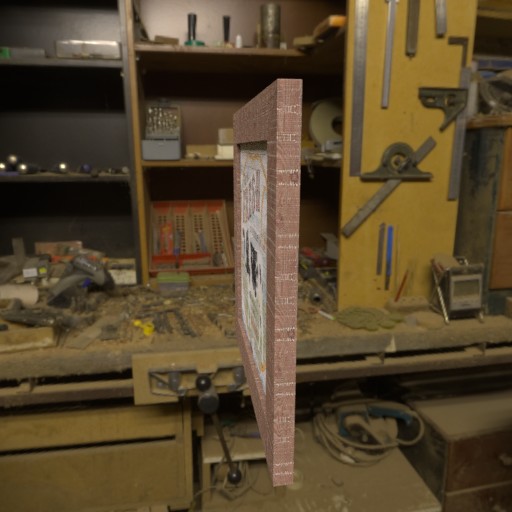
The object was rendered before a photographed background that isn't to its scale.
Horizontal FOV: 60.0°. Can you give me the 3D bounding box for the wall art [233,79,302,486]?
[{"bbox_3d":[0.000,0.000,0.810,0.029,0.531,0.531,-2,14,-8],"label":"wall art"}]
